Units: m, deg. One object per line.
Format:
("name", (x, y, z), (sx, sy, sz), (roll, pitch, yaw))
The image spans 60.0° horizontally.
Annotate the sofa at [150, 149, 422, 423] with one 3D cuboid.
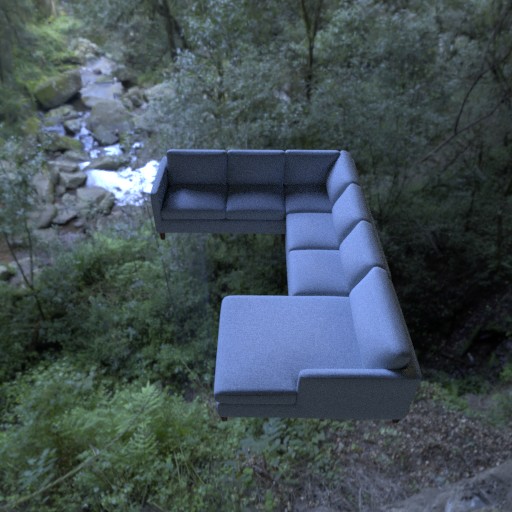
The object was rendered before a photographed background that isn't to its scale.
("sofa", (0.000, 0.000, 4.716), (2.551, 0.889, 3.403), (0, 41, 0))
